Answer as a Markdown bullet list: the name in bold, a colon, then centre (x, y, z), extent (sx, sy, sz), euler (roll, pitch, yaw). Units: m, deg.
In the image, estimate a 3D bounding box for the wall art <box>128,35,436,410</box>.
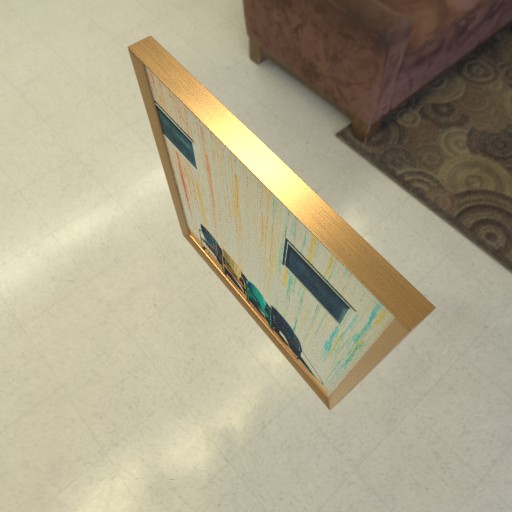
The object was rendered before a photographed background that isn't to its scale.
- **wall art**: centre (0.000, 0.000, 0.733), extent (0.037, 0.505, 0.505), euler (-36, 68, -17)
